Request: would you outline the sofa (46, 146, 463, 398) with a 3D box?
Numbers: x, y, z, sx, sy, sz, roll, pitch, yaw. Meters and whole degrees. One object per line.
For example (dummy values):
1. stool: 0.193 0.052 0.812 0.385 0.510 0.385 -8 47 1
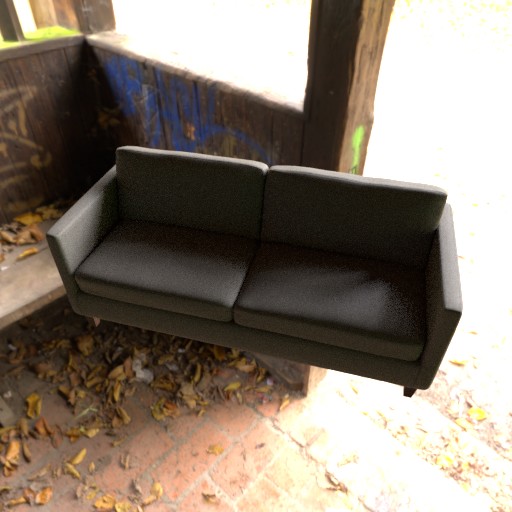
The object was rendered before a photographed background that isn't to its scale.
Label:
1. sofa: 0.000 0.000 2.713 2.208 0.963 0.956 10 42 11
